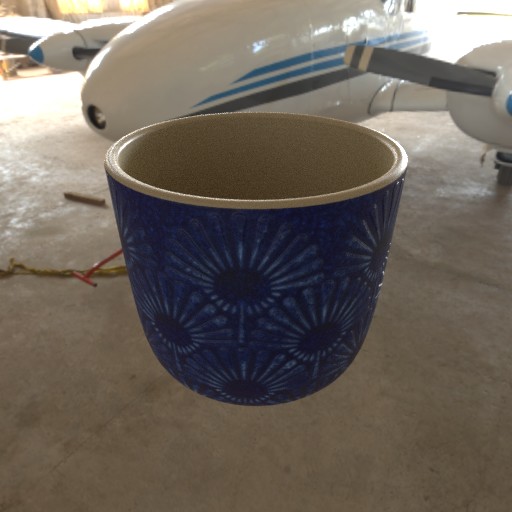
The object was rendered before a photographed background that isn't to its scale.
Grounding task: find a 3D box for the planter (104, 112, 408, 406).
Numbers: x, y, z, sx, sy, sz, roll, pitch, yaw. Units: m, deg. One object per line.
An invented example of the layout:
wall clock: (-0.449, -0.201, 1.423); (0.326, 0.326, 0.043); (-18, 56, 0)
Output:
planter: (0.000, 0.000, 0.215); (0.124, 0.109, 0.124); (0, 31, 0)
